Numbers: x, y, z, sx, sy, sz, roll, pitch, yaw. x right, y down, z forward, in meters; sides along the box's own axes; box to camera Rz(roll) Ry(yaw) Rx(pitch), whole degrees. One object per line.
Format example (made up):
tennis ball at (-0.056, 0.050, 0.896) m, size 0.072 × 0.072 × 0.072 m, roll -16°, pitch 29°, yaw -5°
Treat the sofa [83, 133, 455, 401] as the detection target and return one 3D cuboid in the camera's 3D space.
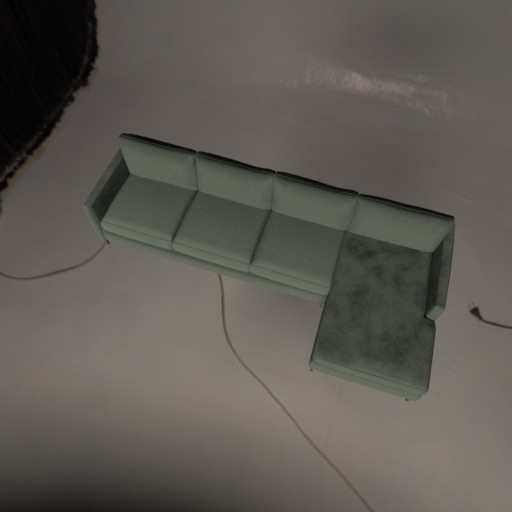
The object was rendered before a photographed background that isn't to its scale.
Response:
sofa at (0.000, 0.000, 3.316) m, size 2.725 × 0.756 × 1.255 m, roll 16°, pitch 61°, yaw 9°
